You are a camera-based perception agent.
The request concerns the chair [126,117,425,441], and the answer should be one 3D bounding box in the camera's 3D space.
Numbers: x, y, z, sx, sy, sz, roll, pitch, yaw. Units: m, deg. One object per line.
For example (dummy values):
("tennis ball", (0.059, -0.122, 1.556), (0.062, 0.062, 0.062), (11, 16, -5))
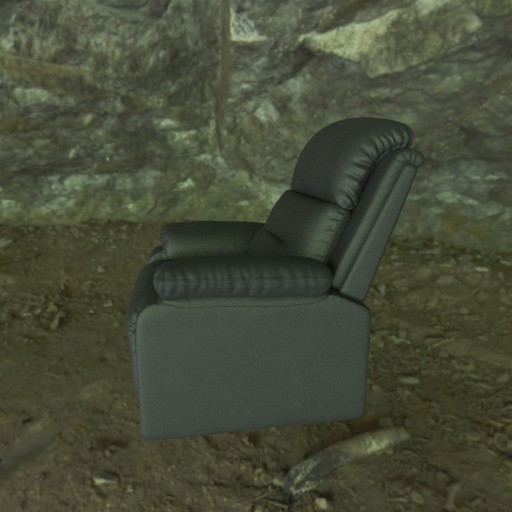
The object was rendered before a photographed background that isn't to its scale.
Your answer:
("chair", (0.000, 0.000, 1.649), (0.919, 0.992, 0.855), (-2, 13, -10))
